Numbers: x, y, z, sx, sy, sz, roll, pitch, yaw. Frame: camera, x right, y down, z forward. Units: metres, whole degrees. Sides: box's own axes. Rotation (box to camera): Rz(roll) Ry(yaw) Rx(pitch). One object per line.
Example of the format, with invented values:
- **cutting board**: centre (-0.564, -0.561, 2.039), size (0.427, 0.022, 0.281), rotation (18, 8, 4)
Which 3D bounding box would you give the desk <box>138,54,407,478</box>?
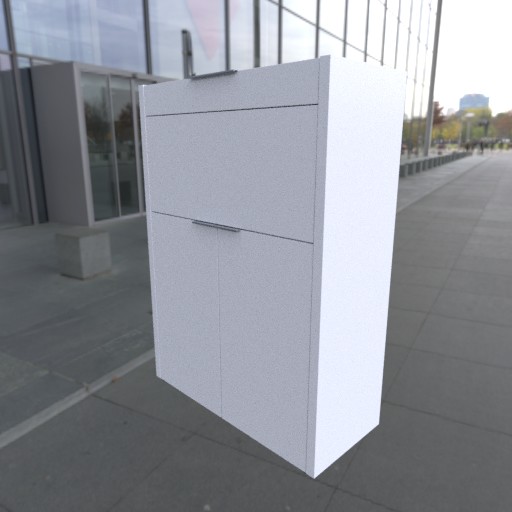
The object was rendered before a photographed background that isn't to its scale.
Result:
- **desk**: centre (0.000, 0.000, 1.594), size (0.850, 1.190, 0.390), rotation (14, 20, 43)
